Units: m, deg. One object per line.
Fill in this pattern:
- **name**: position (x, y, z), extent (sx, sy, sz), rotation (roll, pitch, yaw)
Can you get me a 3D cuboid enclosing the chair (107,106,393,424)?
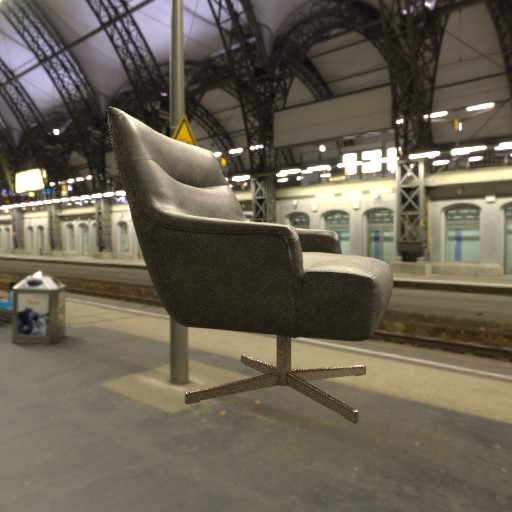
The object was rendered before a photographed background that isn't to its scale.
- **chair**: position (0.000, 0.000, 1.482), extent (0.874, 0.870, 0.738), rotation (1, 2, 19)
